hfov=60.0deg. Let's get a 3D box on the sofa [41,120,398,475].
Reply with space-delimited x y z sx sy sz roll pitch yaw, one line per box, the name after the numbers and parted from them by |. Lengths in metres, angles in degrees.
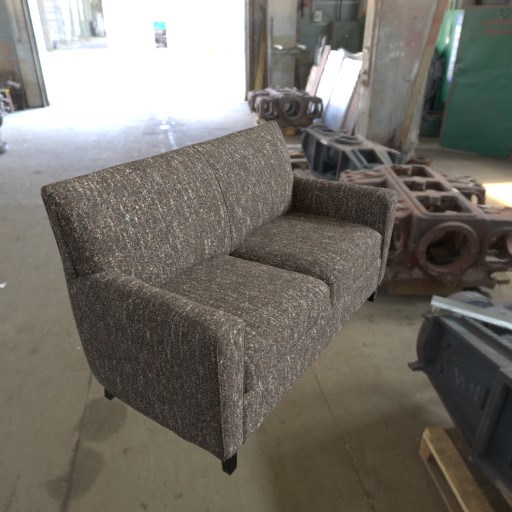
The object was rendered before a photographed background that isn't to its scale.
0.000 0.000 2.036 0.801 0.946 1.519 18 32 30 | sofa
